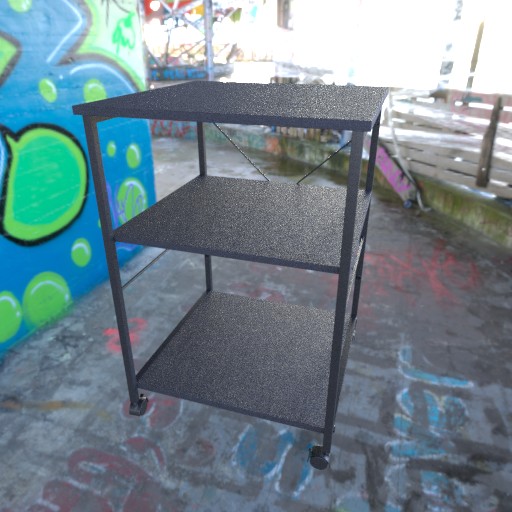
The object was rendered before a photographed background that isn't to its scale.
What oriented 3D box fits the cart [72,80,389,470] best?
[{"bbox_3d":[0.000,0.000,1.106,0.521,0.762,0.520,8,28,16],"label":"cart"}]
